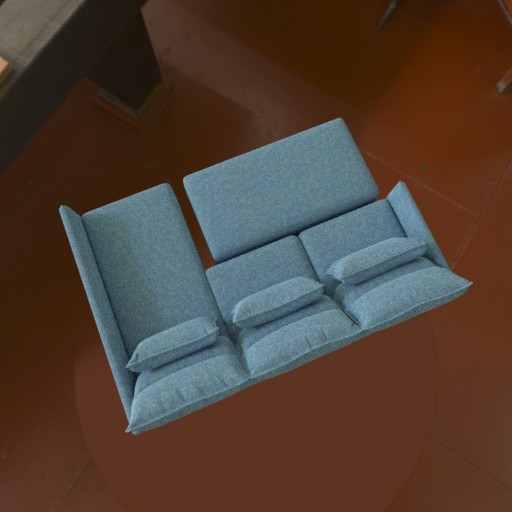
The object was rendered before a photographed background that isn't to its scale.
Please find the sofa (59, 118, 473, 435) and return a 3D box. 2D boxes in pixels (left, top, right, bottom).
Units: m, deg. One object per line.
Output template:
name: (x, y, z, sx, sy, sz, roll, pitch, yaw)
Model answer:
sofa: (0.000, 0.000, 2.800, 2.034, 0.899, 1.420, -22, 78, -5)
